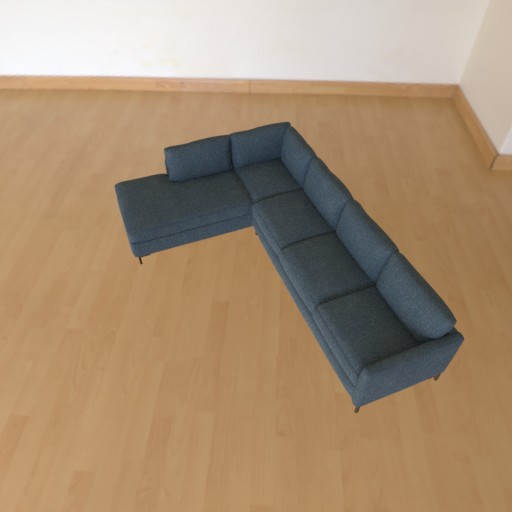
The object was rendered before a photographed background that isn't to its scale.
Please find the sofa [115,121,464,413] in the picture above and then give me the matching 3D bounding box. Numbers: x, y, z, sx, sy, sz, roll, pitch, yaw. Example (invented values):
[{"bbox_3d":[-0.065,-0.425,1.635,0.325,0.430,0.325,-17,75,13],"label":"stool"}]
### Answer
[{"bbox_3d":[0.000,0.000,3.893,2.007,0.815,2.949,-16,50,-15],"label":"sofa"}]
